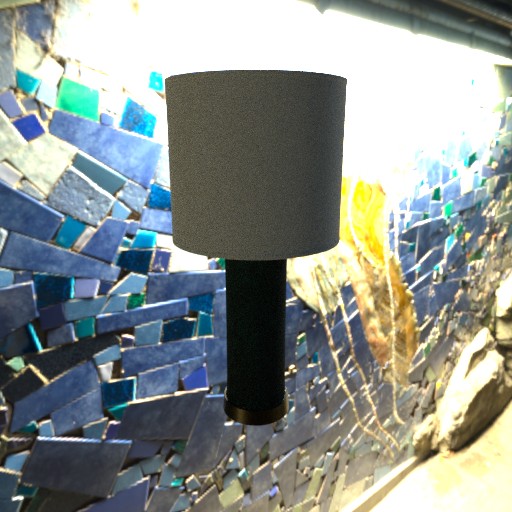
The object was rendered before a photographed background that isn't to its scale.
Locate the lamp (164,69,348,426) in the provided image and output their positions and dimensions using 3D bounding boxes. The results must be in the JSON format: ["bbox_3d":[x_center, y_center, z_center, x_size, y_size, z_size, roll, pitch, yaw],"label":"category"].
[{"bbox_3d":[0.000,0.000,0.819,0.301,0.630,0.301,-8,17,-26],"label":"lamp"}]
